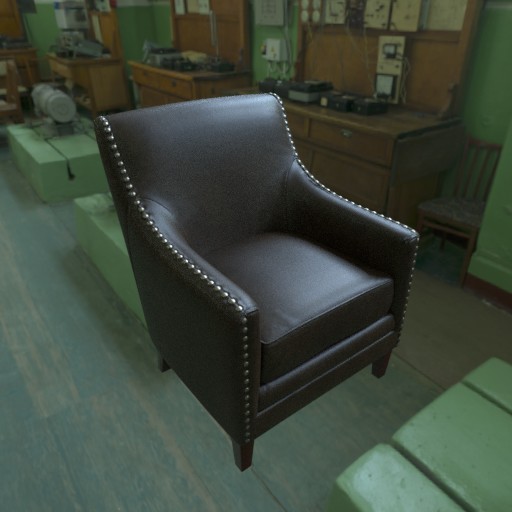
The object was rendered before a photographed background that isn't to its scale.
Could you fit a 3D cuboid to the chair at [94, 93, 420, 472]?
[{"bbox_3d":[0.000,0.000,1.334,0.639,0.813,0.704,-21,36,-32],"label":"chair"}]
